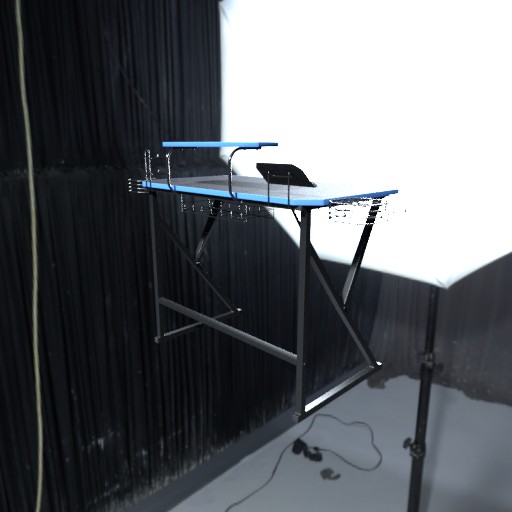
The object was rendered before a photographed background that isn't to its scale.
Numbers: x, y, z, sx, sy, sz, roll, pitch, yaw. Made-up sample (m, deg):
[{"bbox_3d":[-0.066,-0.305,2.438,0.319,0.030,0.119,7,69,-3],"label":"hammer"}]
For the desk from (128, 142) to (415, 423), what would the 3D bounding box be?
[{"bbox_3d":[0.000,0.000,1.831,0.594,0.909,1.295,-13,19,-43],"label":"desk"}]
